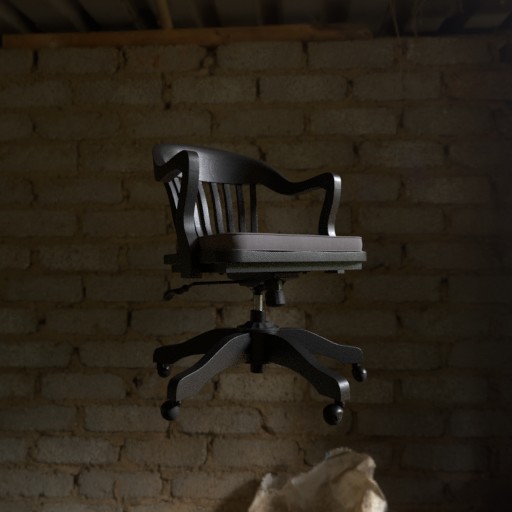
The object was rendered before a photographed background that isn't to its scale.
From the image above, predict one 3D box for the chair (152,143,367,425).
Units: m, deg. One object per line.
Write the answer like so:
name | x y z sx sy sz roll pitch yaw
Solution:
chair | 0.000 0.000 1.462 0.750 0.878 0.788 0 0 -36
